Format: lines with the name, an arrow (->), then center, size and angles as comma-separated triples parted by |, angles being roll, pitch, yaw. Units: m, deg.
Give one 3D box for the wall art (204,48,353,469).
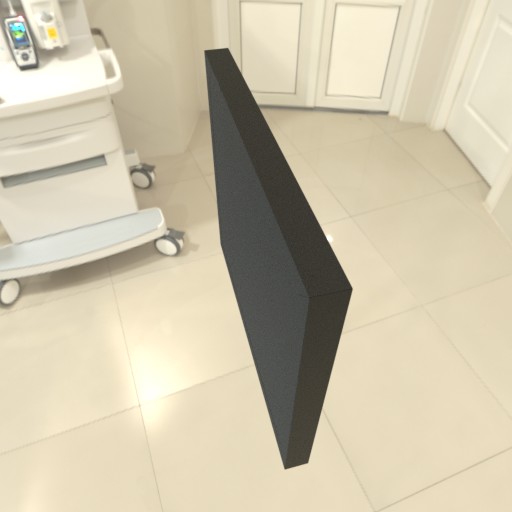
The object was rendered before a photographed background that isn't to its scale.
wall art -> 0.000, 0.000, 0.525 | 0.029, 0.330, 0.381 | -11, 48, -10
